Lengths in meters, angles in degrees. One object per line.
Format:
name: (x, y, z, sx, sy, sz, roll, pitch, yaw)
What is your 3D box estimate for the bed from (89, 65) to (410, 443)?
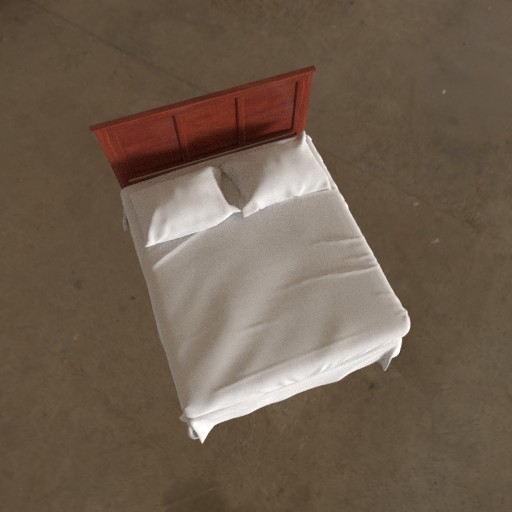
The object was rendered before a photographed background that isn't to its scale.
bed: (0.000, 0.000, 3.262, 1.870, 1.270, 2.050, -18, 66, -9)
